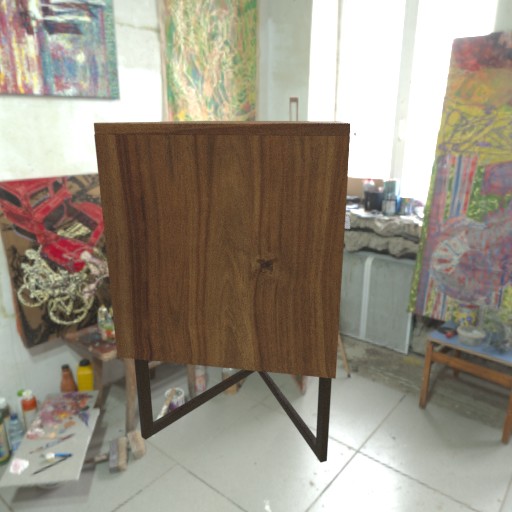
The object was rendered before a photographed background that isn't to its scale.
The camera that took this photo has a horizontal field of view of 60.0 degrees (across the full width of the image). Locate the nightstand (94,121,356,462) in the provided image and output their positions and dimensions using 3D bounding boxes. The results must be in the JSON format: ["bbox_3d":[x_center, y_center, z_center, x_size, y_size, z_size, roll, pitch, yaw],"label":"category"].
[{"bbox_3d":[0.000,0.000,1.061,0.427,0.615,0.613,3,17,10],"label":"nightstand"}]
